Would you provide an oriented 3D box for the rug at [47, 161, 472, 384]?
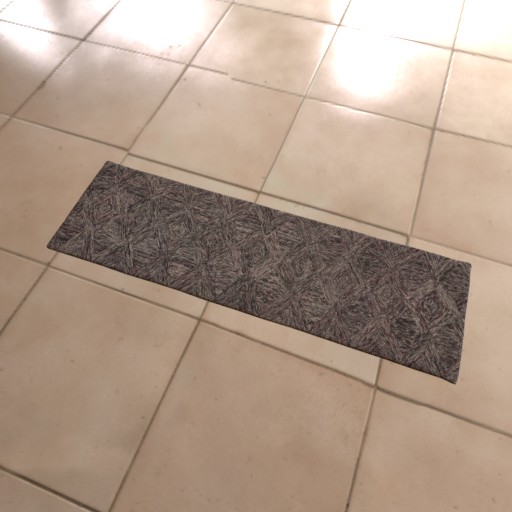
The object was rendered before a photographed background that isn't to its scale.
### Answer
[{"bbox_3d":[0.000,0.000,2.497,2.305,0.013,0.719,17,60,10],"label":"rug"}]
